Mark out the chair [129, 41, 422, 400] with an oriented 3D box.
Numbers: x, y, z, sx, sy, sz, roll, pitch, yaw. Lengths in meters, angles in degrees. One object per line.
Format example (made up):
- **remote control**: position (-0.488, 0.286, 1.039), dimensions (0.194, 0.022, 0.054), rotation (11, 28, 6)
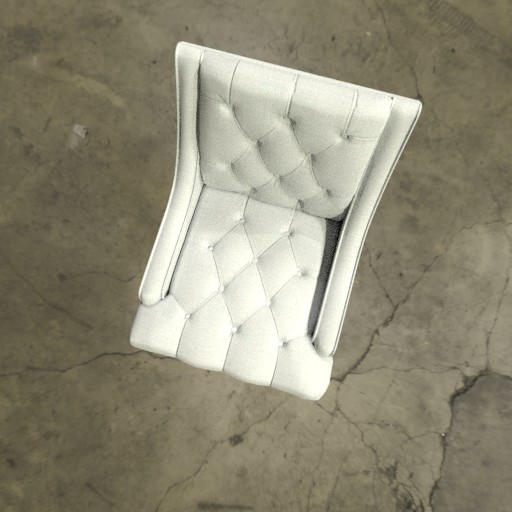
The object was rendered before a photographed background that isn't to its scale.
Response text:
- **chair**: position (0.000, 0.000, 1.430), dimensions (0.658, 0.891, 0.772), rotation (16, 77, 4)
